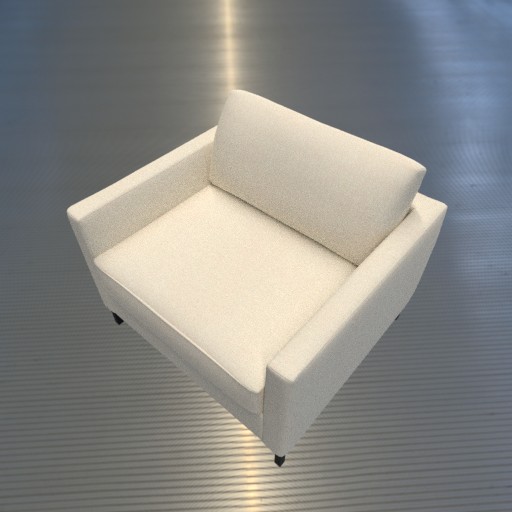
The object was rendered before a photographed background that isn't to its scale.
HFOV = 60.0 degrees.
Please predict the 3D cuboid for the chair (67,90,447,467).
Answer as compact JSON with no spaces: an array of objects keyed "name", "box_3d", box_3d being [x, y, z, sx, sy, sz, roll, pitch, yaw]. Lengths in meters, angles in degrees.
[{"name":"chair","box_3d":[0.000,0.000,1.595,0.964,0.806,0.875,32,54,27]}]
